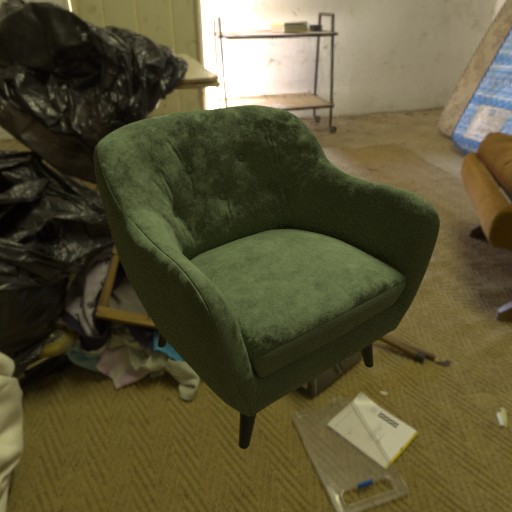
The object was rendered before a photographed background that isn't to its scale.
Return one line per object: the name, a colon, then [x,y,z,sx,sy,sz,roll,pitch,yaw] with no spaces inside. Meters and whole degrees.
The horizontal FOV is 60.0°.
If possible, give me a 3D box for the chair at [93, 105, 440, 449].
chair: [0.000,0.000,1.460,0.840,0.804,0.819,-21,36,-31]
